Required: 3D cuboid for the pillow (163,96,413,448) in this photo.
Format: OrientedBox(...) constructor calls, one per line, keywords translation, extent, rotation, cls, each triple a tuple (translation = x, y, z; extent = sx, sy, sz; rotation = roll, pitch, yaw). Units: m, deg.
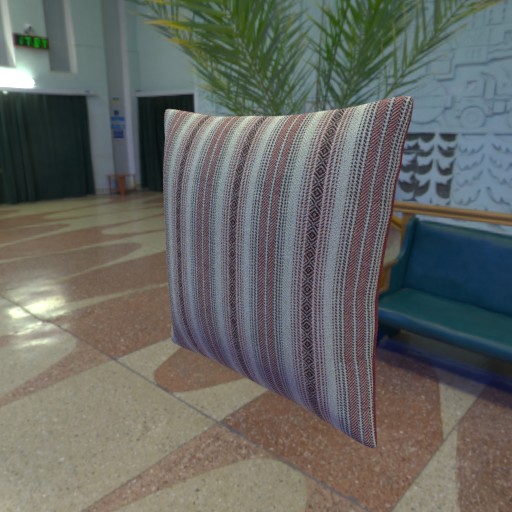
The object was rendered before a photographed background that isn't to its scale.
OrientedBox(translation=(0.000, 0.000, 0.765), extent=(0.513, 0.497, 0.166), rotation=(15, 21, 42), cls="pillow")
